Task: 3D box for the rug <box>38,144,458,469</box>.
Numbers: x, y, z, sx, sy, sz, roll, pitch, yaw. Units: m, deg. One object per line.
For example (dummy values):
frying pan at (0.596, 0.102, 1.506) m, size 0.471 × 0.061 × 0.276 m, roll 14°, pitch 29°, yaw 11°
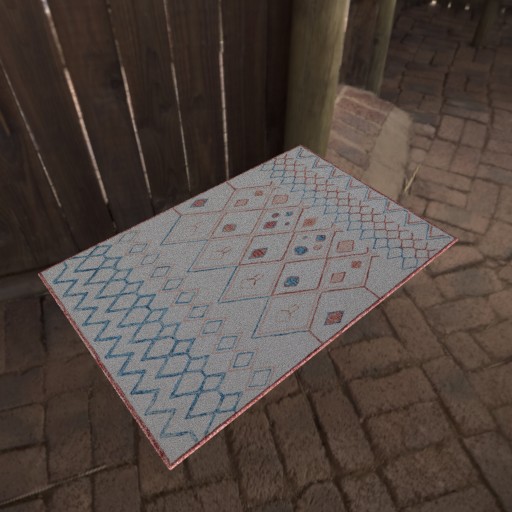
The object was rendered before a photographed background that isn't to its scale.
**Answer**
rug at (0.000, 0.000, 2.304) m, size 1.829 × 0.016 × 1.219 m, roll -31°, pitch 54°, yaw -27°
